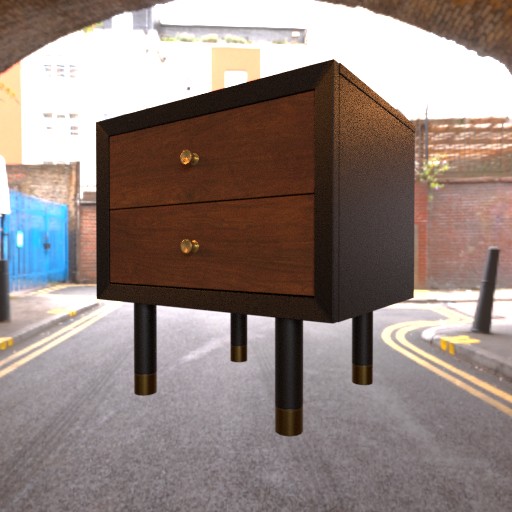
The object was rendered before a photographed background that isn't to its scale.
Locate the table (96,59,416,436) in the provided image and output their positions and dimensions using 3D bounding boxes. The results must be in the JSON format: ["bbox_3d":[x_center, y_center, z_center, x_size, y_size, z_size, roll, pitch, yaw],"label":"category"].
[{"bbox_3d":[0.000,0.000,0.976,0.564,0.584,0.441,1,1,35],"label":"table"}]
